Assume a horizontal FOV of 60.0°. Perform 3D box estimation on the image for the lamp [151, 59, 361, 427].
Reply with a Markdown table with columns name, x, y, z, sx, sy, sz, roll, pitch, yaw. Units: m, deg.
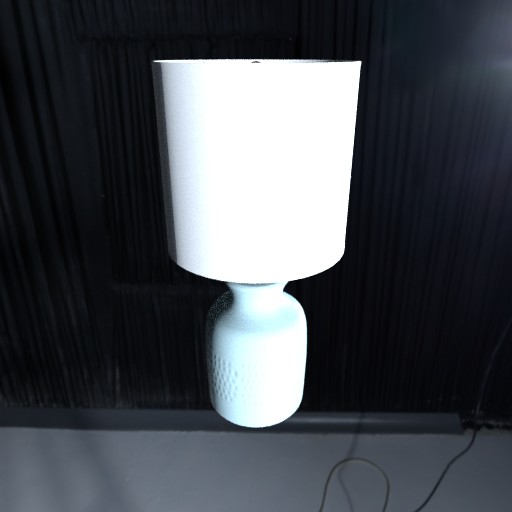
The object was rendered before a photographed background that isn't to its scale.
| name | x | y | z | sx | sy | sz | roll | pitch | yaw |
| --- | --- | --- | --- | --- | --- | --- | --- | --- | --- |
| lamp | 0.000 | 0.000 | 1.082 | 0.418 | 0.871 | 0.418 | 0 | 25 | 1 |
